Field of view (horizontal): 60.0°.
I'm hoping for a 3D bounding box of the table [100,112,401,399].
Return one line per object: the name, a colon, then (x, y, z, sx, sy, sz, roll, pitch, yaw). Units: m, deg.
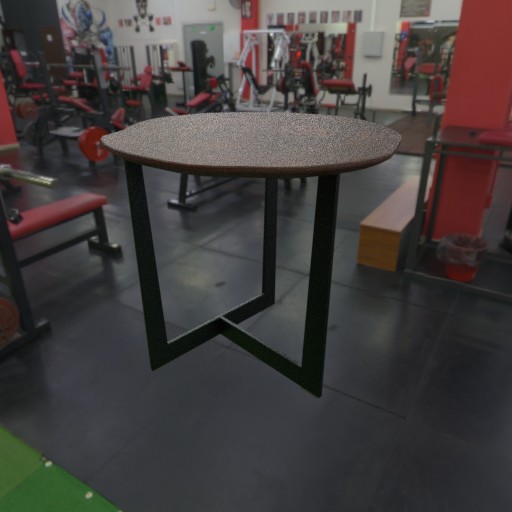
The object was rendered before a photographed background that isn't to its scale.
table: (0.000, 0.000, 0.866, 0.494, 0.476, 0.477, 17, 31, 31)
